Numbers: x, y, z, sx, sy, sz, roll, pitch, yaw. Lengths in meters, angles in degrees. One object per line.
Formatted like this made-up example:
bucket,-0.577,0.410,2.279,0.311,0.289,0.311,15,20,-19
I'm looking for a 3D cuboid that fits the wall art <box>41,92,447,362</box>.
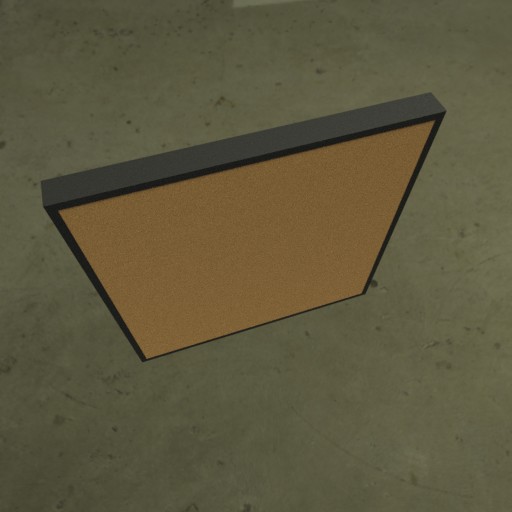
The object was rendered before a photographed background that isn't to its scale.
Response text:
wall art,0.000,0.000,0.757,0.509,0.509,0.040,-15,59,-10
